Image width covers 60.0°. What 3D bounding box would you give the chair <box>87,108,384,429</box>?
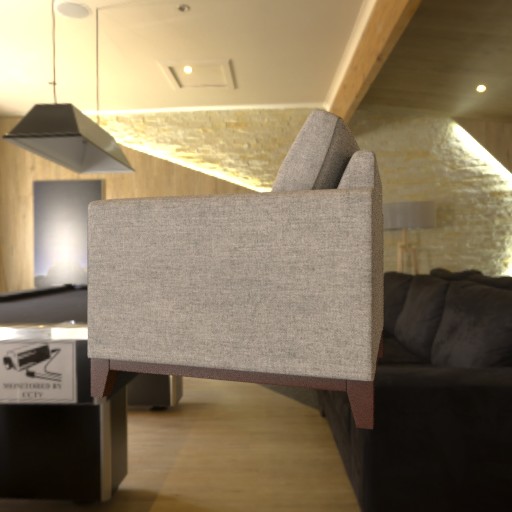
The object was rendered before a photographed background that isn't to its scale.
[{"bbox_3d":[0.000,0.000,1.922,1.038,1.010,1.024,0,0,18],"label":"chair"}]
